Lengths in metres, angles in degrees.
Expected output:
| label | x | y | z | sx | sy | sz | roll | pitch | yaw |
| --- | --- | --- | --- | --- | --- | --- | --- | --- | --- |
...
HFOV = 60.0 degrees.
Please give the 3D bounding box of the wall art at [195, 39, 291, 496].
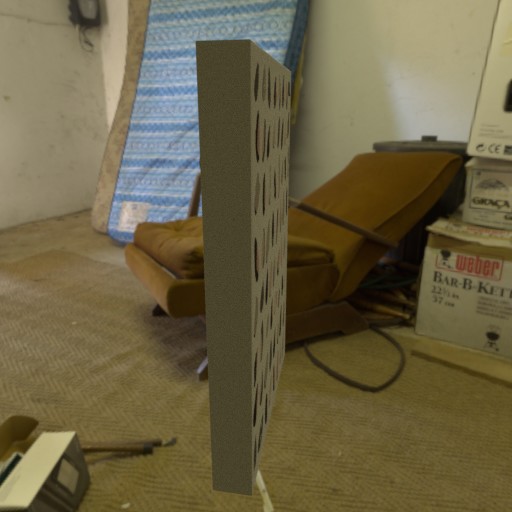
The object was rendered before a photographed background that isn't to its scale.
| label | x | y | z | sx | sy | sz | roll | pitch | yaw |
| --- | --- | --- | --- | --- | --- | --- | --- | --- | --- |
| wall art | 0.000 | 0.000 | 0.470 | 0.039 | 0.381 | 0.252 | 3 | 18 | 10 |
